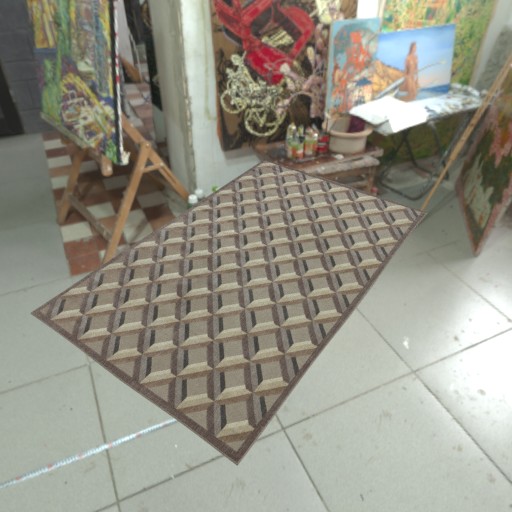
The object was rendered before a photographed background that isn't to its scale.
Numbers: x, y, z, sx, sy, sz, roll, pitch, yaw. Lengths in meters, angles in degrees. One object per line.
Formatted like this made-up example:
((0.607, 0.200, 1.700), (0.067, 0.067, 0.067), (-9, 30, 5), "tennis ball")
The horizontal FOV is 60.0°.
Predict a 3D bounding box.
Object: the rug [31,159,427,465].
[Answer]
((0.000, 0.000, 2.088), (1.066, 0.011, 1.677), (24, 45, 27), "rug")
